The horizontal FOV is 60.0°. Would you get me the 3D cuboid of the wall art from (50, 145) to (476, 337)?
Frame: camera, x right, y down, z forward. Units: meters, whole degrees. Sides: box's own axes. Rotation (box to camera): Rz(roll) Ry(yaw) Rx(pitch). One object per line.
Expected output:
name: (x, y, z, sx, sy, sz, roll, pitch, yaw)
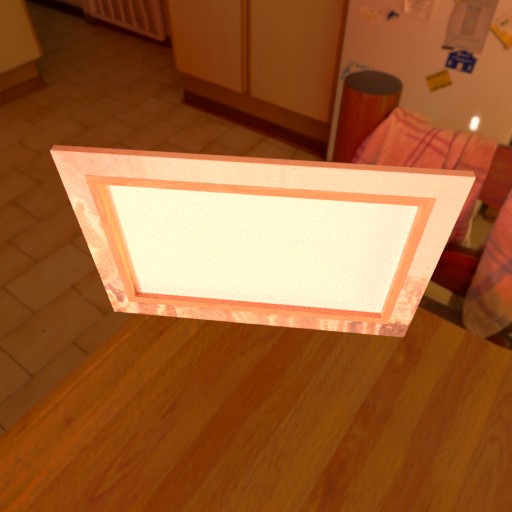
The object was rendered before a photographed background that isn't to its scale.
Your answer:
wall art: (0.000, 0.000, 1.963, 1.525, 1.012, 0.038, 4, 47, 4)
